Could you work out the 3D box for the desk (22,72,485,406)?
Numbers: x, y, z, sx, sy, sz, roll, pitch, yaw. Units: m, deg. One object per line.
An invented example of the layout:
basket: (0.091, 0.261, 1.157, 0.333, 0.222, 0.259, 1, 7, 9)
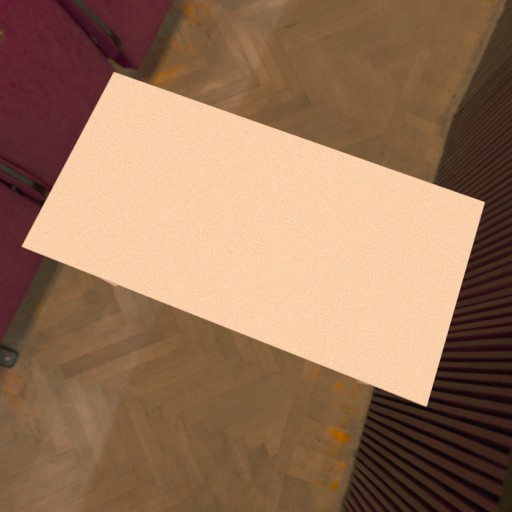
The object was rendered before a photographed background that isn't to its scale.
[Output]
desk: (0.000, 0.000, 1.530, 1.100, 0.730, 0.560, 21, 77, 5)
